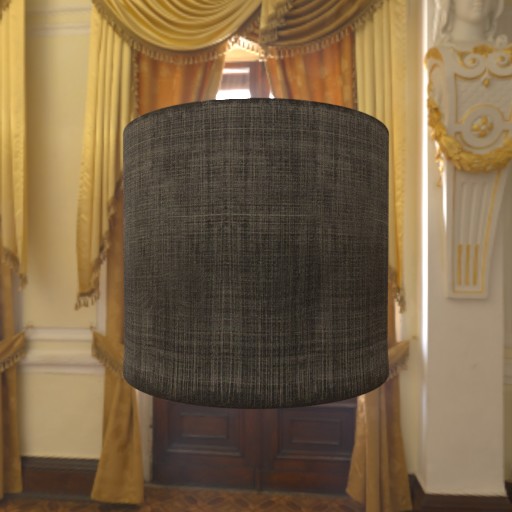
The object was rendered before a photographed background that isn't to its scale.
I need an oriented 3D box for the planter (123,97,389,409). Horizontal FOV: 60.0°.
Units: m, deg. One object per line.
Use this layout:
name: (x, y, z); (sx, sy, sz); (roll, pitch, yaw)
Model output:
planter: (0.000, 0.000, 0.309); (0.178, 0.157, 0.178); (0, 0, 0)
